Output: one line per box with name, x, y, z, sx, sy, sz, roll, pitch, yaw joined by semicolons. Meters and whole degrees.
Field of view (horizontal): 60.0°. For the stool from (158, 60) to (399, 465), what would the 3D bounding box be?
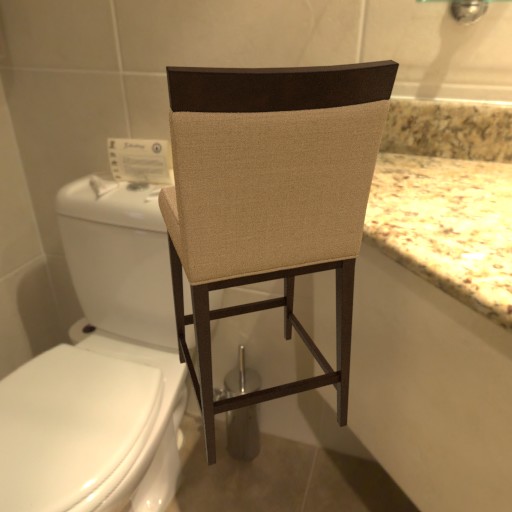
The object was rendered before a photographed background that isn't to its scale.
stool;0.000;0.000;1.357;0.511;1.117;0.531;-9;29;-16
